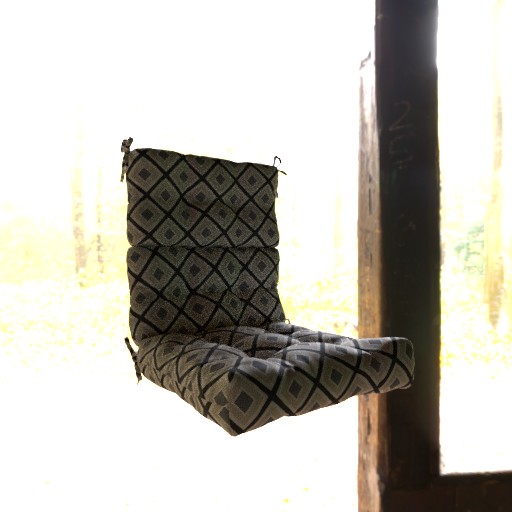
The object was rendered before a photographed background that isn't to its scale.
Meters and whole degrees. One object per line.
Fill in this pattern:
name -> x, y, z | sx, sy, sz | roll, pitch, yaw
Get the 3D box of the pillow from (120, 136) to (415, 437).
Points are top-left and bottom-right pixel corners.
pillow -> 0.000, 0.000, 1.051 | 0.519, 0.605, 0.571 | 0, 0, -34
